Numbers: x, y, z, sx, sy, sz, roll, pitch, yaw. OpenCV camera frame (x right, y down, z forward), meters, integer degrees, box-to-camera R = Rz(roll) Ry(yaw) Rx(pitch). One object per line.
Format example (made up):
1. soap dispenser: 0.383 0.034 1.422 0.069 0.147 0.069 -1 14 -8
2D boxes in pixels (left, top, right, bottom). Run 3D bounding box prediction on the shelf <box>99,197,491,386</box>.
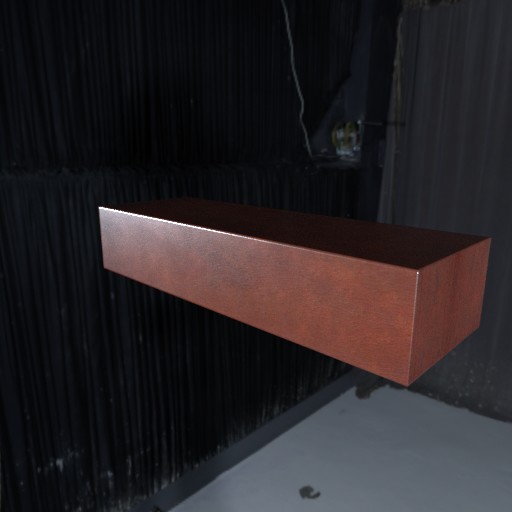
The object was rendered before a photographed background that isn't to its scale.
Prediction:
1. shelf: 0.000 0.000 0.521 0.457 0.088 0.152 13 20 42
